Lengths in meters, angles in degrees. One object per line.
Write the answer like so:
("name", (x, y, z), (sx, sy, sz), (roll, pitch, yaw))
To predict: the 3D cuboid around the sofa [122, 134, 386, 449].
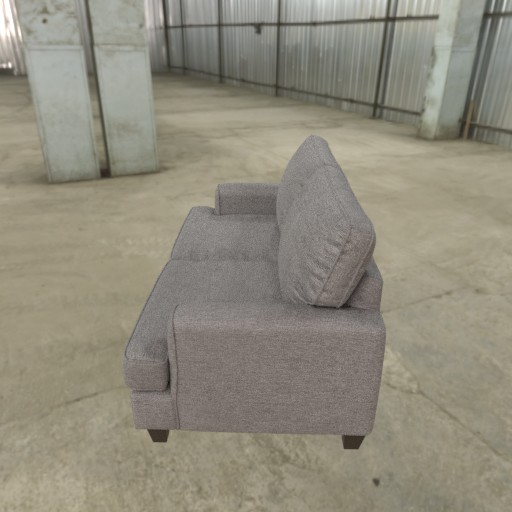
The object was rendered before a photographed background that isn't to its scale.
("sofa", (0.000, 0.000, 2.270), (0.965, 0.965, 1.651), (1, 26, 2))
